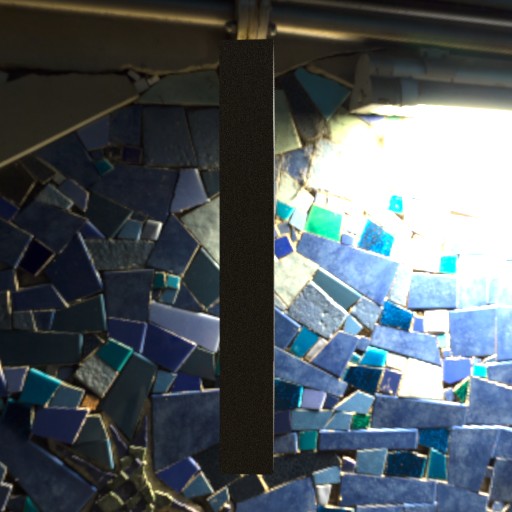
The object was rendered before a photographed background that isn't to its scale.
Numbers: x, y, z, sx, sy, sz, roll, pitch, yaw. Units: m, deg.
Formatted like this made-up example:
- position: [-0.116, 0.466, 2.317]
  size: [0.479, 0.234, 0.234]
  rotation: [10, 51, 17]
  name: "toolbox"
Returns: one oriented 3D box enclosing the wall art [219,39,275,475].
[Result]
- position: [0.000, 0.000, 0.461]
  size: [0.038, 0.303, 0.304]
  rotation: [0, 0, 3]
  name: "wall art"
